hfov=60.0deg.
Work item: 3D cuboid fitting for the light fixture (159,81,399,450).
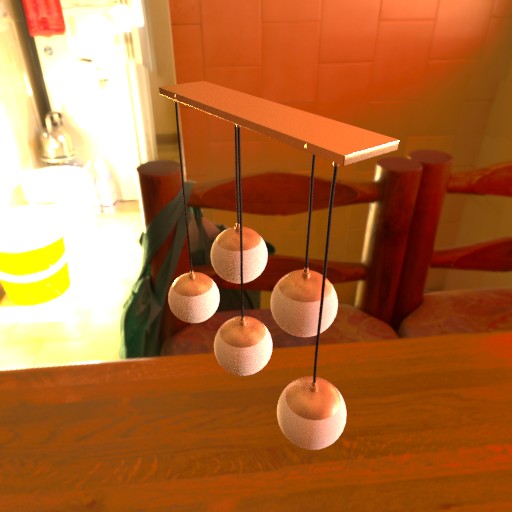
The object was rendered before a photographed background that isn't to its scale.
[{"bbox_3d":[0.000,0.000,1.337,0.299,0.869,0.863,-21,38,-30],"label":"light fixture"}]
